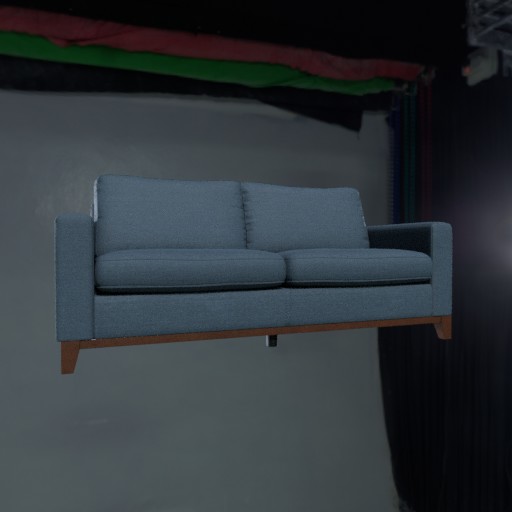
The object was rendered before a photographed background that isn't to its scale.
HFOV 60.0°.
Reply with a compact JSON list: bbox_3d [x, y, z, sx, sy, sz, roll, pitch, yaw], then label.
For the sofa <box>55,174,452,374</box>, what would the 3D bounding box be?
[{"bbox_3d":[0.000,0.000,2.357,1.900,0.865,0.877,0,1,-20],"label":"sofa"}]
